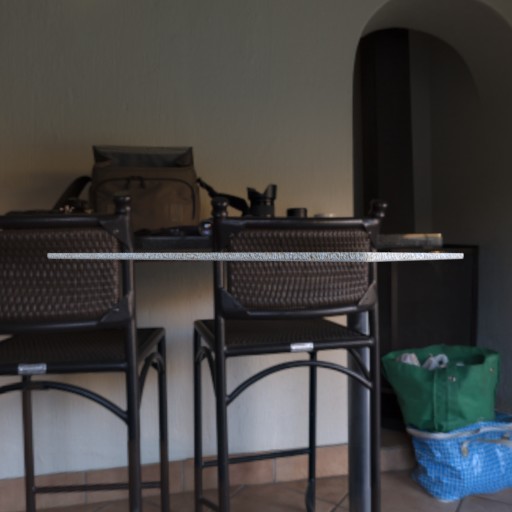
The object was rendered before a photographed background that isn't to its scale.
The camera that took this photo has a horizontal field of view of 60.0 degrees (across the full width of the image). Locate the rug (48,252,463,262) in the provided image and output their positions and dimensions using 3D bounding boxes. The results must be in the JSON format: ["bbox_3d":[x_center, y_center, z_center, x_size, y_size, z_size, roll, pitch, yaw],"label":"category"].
[{"bbox_3d":[0.000,0.000,2.112,1.600,0.025,1.199,0,0,36],"label":"rug"}]
